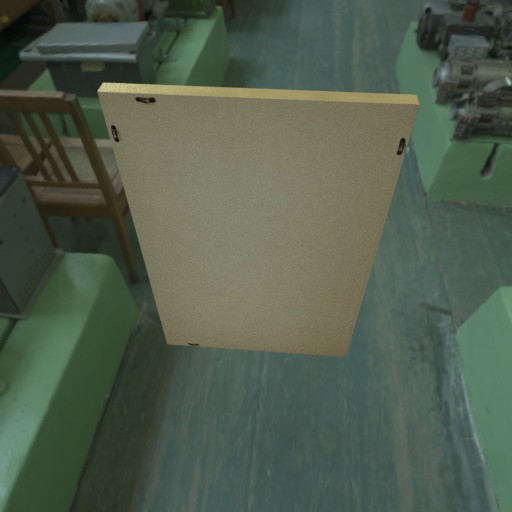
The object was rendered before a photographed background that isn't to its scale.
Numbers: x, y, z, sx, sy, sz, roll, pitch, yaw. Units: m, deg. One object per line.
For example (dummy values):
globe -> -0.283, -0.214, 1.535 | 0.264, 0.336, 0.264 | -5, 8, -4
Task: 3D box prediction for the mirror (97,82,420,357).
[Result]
mirror -> 0.000, 0.000, 1.182 | 0.609, 0.915, 0.041 | 3, 47, 3
